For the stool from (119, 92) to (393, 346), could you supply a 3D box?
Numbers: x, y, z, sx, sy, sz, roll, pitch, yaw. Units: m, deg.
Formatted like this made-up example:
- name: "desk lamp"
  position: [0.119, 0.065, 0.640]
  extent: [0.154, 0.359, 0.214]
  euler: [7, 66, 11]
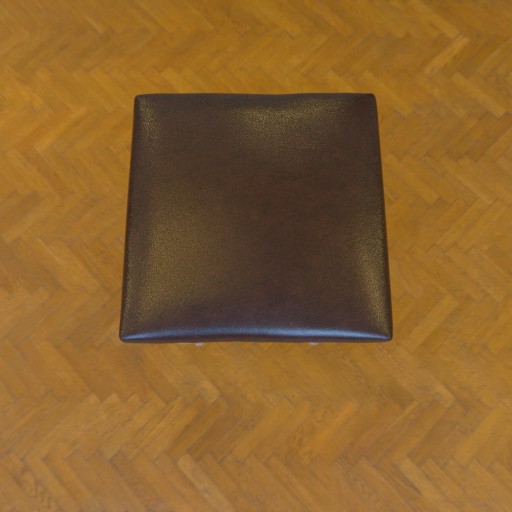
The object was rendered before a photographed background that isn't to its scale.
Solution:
- name: "stool"
  position: [0.000, 0.000, 0.940]
  extent: [0.382, 0.702, 0.383]
  euler: [0, 77, 0]
